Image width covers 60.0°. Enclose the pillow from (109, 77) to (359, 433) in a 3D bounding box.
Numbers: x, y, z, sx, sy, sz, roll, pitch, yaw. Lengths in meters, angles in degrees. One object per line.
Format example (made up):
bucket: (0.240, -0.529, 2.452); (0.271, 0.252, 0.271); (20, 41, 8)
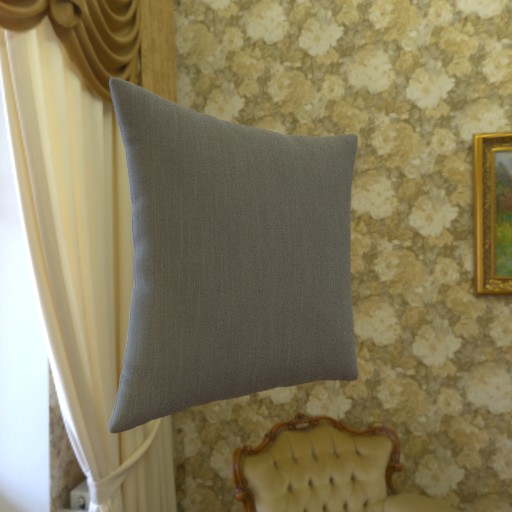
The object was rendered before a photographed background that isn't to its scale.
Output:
pillow: (0.000, 0.000, 0.775); (0.511, 0.509, 0.161); (0, -1, -35)
